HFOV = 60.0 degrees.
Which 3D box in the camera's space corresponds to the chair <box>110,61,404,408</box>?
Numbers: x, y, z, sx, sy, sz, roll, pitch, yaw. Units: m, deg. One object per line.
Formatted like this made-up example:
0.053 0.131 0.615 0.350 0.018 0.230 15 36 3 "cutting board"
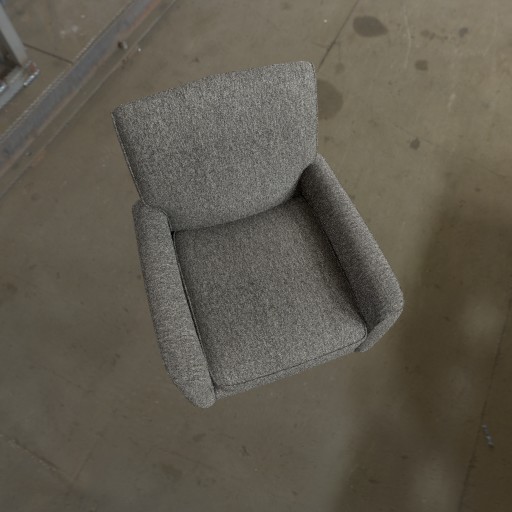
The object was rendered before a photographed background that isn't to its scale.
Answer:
0.000 0.000 1.668 0.848 1.014 0.864 -17 65 -8 "chair"
